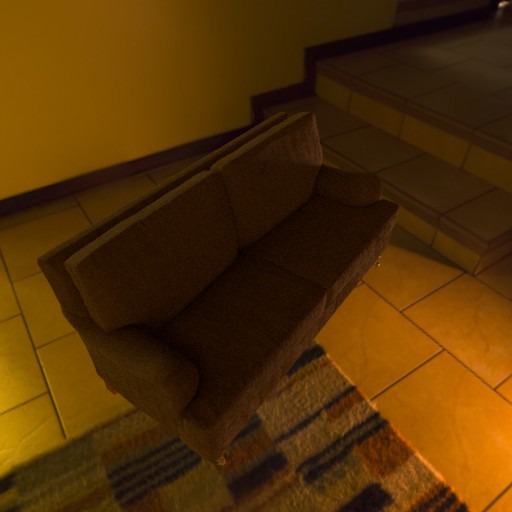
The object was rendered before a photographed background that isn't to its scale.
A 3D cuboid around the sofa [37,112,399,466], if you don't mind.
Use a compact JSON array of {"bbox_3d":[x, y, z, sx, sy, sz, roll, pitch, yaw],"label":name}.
[{"bbox_3d":[0.000,0.000,2.784,1.086,1.087,2.165,26,48,26],"label":"sofa"}]
